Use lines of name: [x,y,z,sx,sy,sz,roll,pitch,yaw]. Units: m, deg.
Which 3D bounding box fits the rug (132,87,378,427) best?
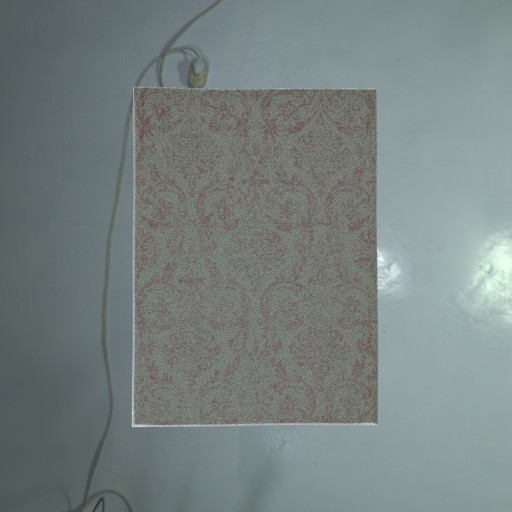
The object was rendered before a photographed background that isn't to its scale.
rug: [0.000,0.000,2.890,1.598,0.014,2.202,0,89,-1]
